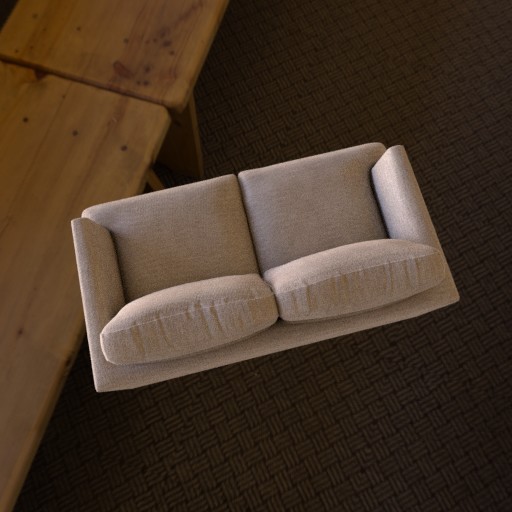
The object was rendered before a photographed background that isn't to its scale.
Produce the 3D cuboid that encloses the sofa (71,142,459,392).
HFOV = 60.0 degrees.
[{"bbox_3d":[0.000,0.000,2.132,1.582,0.944,0.903,-13,75,-4],"label":"sofa"}]
